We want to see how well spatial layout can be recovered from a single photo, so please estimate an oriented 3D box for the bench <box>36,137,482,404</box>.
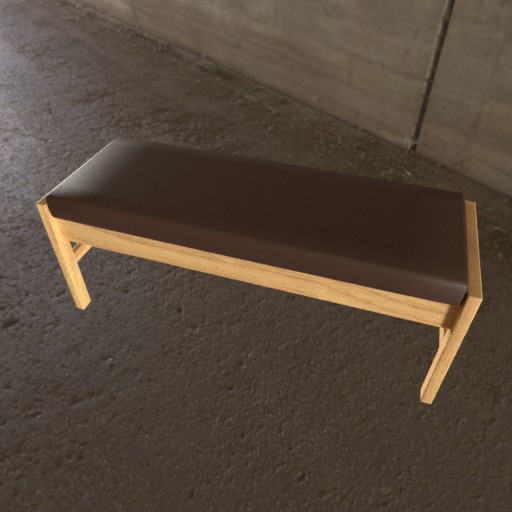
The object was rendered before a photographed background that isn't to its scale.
[{"bbox_3d":[0.000,0.000,1.411,1.200,0.480,0.405,12,43,14],"label":"bench"}]
